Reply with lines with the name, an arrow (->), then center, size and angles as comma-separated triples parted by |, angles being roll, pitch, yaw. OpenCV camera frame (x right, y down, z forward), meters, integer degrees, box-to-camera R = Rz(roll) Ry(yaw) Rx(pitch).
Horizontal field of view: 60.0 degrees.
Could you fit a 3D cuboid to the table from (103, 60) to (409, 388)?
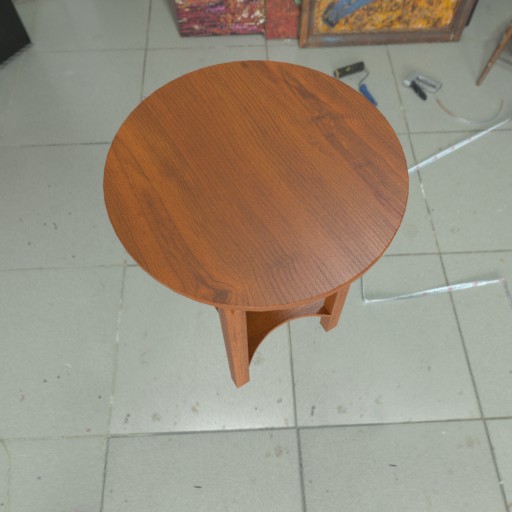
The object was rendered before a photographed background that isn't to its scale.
table -> 0.000, 0.000, 0.940 | 0.457, 0.610, 0.457 | 0, 63, 0
